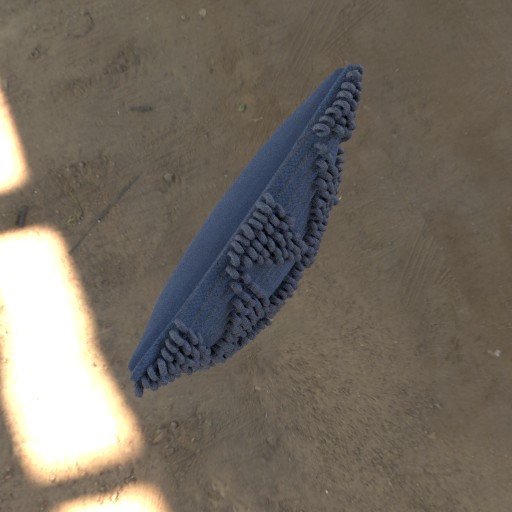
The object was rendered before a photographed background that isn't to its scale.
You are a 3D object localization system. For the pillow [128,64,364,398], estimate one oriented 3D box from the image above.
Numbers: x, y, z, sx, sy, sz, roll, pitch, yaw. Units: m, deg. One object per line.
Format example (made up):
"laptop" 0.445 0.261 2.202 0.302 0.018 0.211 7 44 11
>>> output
"pillow" 0.000 0.000 0.719 0.172 0.466 0.469 33 80 6
